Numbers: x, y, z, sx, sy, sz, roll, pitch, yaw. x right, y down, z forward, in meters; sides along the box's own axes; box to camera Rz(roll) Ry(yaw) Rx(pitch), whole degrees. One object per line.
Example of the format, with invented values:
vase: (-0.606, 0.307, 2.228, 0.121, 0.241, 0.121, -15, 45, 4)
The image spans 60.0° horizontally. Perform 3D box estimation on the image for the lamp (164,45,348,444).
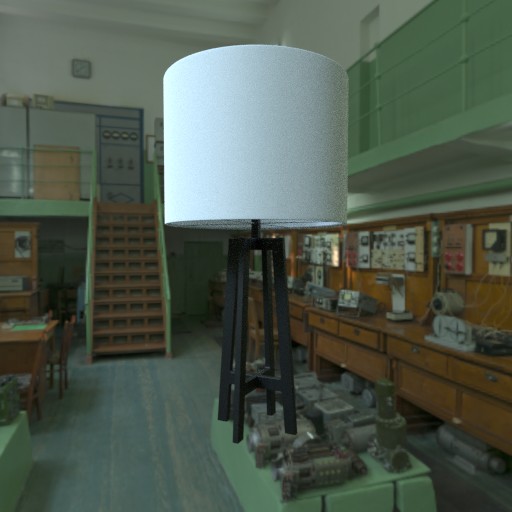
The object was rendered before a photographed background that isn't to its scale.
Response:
lamp: (0.000, 0.000, 0.633, 0.257, 0.489, 0.257, 0, 1, -19)
